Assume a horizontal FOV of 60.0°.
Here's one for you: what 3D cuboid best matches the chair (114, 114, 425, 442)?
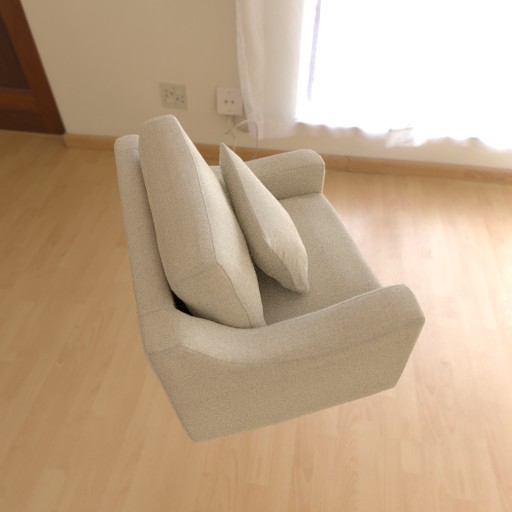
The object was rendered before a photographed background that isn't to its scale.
[{"bbox_3d":[0.000,0.000,1.965,1.009,1.016,1.178,-12,48,-11],"label":"chair"}]
